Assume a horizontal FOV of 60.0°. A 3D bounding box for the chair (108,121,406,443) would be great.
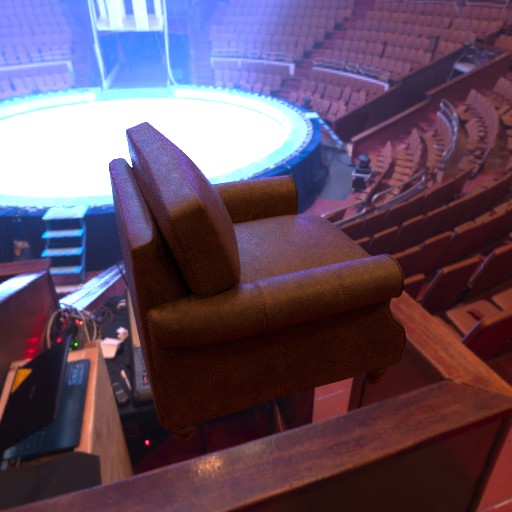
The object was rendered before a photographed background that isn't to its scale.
[{"bbox_3d":[0.000,0.000,1.785,1.002,0.976,0.996,-11,32,-18],"label":"chair"}]
